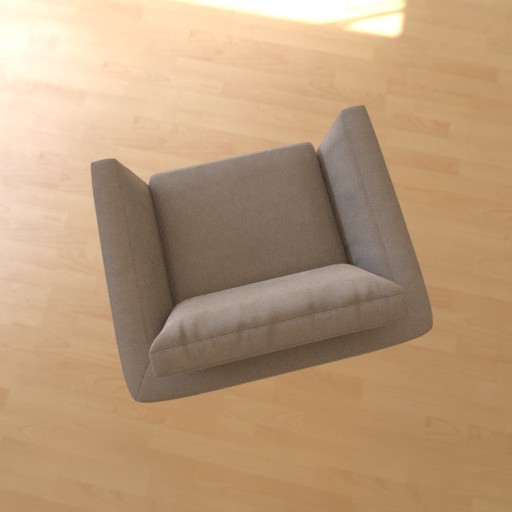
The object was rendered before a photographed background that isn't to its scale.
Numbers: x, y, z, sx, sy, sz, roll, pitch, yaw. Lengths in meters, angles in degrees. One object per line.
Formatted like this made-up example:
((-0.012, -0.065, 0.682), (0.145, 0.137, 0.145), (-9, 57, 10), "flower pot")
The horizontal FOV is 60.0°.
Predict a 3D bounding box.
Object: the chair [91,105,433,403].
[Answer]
((0.000, 0.000, 1.695), (1.041, 0.864, 0.889), (-13, 76, -3), "chair")
